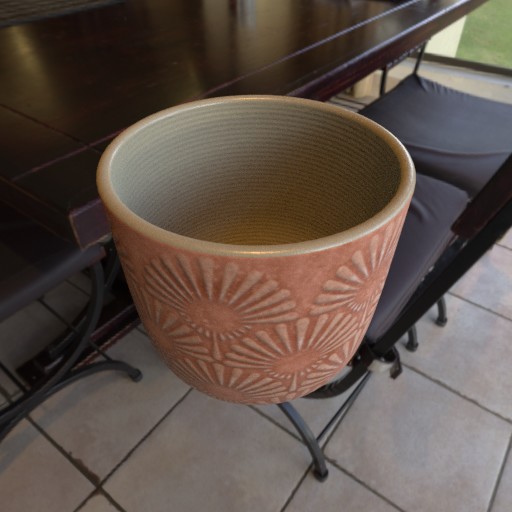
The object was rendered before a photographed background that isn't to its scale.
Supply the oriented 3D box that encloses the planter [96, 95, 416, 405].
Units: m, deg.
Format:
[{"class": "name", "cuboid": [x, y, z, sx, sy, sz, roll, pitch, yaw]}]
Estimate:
[{"class": "planter", "cuboid": [0.000, 0.000, 0.213, 0.124, 0.109, 0.124, 0, 41, 0]}]
